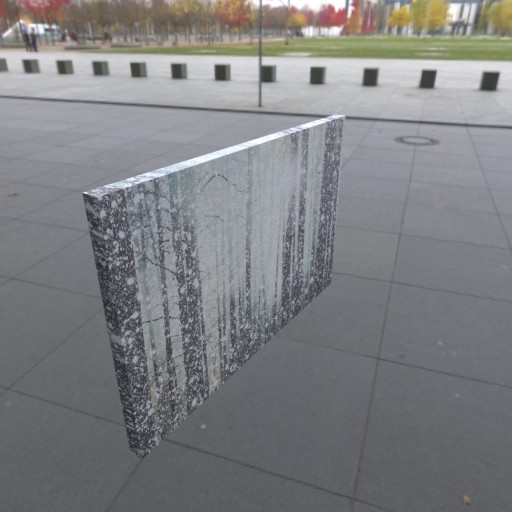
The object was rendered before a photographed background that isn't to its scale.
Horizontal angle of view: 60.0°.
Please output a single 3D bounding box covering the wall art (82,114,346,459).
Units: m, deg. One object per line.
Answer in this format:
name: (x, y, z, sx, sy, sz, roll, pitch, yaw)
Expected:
wall art: (0.000, 0.000, 1.173, 0.038, 0.598, 0.919, 17, 32, 31)
